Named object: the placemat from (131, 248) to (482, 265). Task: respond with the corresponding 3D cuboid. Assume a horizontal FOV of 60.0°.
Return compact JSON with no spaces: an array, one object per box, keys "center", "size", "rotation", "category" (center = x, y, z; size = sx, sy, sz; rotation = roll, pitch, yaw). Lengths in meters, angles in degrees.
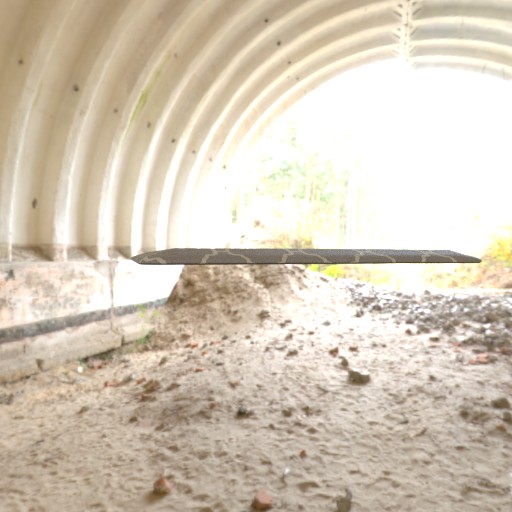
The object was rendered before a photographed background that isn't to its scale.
[{"center":[0.000,0.000,0.948],"size":[0.508,0.021,0.762],"rotation":[0,0,-17],"category":"placemat"}]
